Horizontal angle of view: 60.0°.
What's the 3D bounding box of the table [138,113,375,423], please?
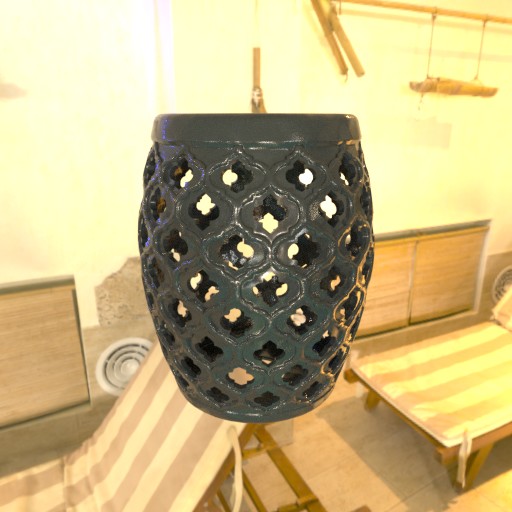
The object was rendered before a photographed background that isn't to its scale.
[{"bbox_3d":[0.000,0.000,0.635,0.325,0.388,0.325,0,17,0],"label":"table"}]
